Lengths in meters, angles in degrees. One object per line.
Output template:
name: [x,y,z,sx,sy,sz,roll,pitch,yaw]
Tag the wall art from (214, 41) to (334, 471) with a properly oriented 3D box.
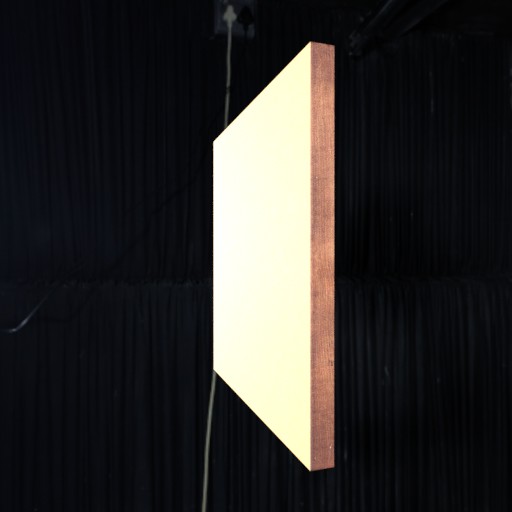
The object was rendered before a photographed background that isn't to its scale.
wall art: [0.000,0.000,0.858,0.037,0.572,0.554,0,0,-19]
